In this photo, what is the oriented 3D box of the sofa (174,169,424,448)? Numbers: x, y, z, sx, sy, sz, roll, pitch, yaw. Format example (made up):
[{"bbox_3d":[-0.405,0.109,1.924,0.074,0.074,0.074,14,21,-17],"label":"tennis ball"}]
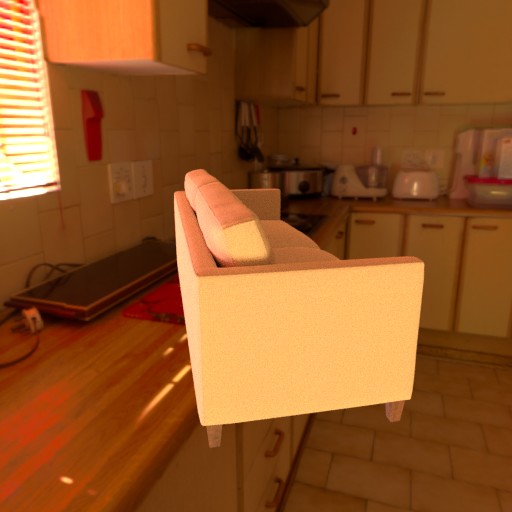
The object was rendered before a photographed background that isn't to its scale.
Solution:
[{"bbox_3d":[0.000,0.000,2.843,0.951,0.968,2.361,-3,16,-11],"label":"sofa"}]
